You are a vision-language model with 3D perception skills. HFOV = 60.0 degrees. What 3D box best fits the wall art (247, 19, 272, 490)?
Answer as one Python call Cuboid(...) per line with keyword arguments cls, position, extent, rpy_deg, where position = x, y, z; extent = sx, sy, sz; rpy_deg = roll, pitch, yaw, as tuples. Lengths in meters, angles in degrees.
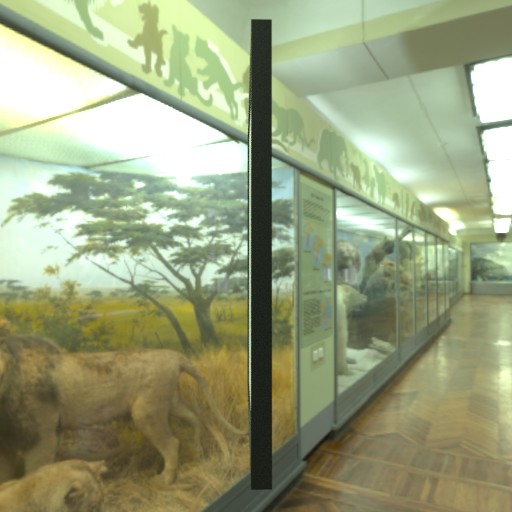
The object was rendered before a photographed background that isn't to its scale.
Cuboid(cls="wall art", position=(0.000, 0.000, 0.536), extent=(0.018, 0.397, 0.325), rpy_deg=(0, -1, -2))
